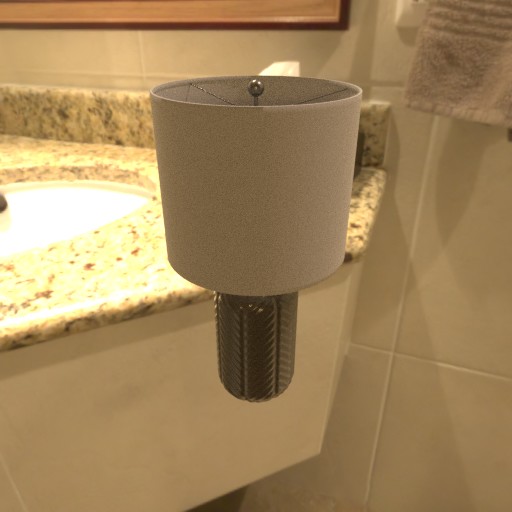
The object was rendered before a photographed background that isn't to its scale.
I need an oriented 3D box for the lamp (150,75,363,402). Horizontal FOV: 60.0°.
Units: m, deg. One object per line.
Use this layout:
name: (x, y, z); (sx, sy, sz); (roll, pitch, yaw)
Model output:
lamp: (0.000, 0.000, 0.521); (0.203, 0.389, 0.203); (-8, 30, -15)
